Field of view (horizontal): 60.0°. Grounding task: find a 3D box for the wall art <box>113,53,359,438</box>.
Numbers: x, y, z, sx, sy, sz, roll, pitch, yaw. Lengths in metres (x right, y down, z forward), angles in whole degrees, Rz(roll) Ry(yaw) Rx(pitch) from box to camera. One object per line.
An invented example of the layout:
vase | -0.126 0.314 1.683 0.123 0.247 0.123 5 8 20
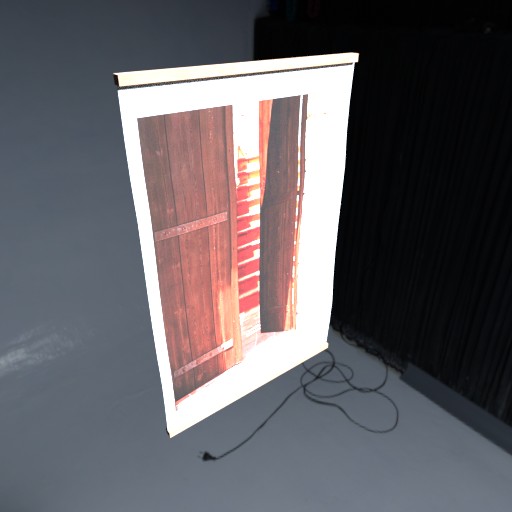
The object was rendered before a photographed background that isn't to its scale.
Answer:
wall art | 0.000 0.000 0.630 0.332 0.508 0.012 -21 36 -32
